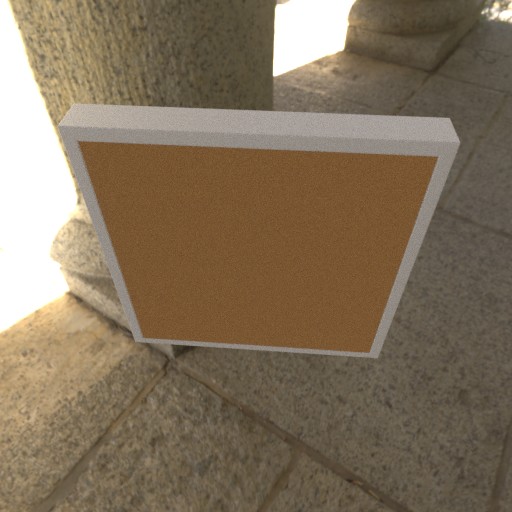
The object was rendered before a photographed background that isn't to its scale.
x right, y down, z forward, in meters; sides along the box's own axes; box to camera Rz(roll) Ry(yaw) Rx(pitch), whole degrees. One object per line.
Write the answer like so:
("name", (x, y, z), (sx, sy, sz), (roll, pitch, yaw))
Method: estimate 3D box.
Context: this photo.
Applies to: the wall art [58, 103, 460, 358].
("wall art", (0.000, 0.000, 0.457), (0.305, 0.305, 0.037), (3, 47, 3))
